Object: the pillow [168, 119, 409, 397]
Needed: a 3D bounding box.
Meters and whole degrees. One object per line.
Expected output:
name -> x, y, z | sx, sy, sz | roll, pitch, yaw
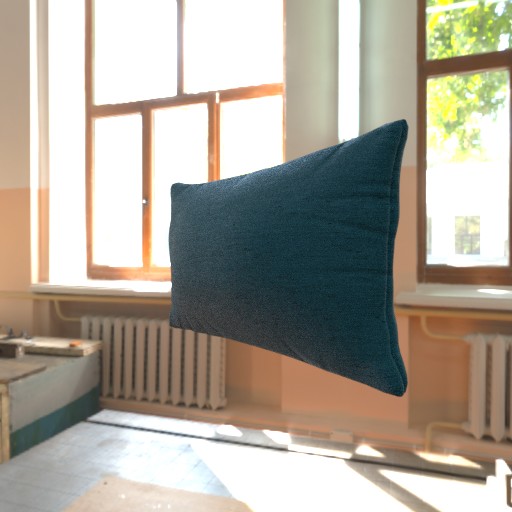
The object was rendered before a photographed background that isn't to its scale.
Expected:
pillow -> 0.000, 0.000, 0.792 | 0.210, 0.338, 0.633 | 0, 0, -36
